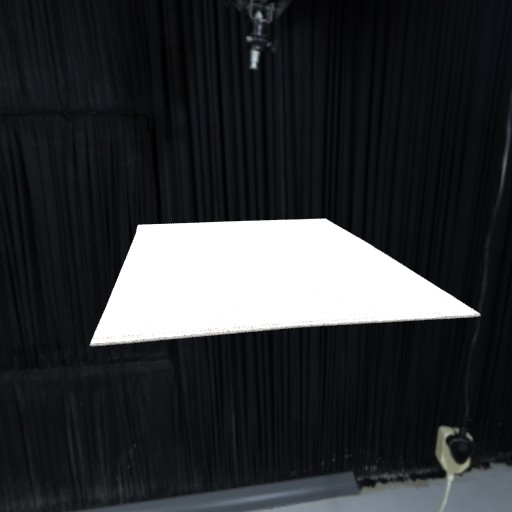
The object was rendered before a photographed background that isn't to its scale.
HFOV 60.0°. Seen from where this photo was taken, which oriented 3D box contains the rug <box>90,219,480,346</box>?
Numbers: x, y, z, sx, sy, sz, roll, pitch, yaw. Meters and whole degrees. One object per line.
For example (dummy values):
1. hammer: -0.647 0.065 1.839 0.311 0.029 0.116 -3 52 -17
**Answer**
1. rug: 0.000 0.000 4.941 2.873 0.053 3.778 -3 16 -9
